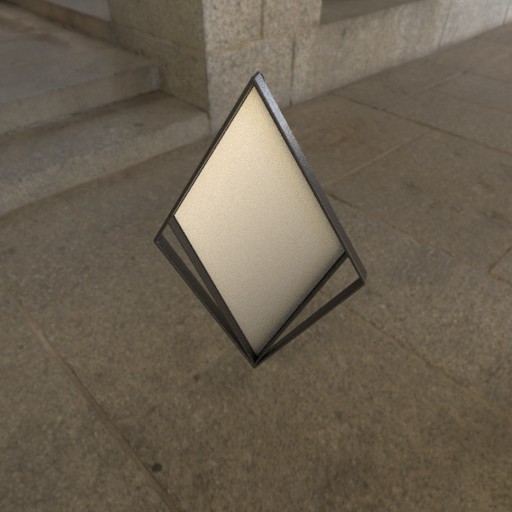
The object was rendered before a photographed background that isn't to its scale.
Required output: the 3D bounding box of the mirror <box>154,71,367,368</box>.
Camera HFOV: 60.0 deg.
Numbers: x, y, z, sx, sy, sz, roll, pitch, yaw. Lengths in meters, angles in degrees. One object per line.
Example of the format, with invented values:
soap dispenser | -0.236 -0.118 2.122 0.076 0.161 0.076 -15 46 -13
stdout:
mirror | 0.000 0.000 0.849 0.419 0.679 0.032 11 41 13
